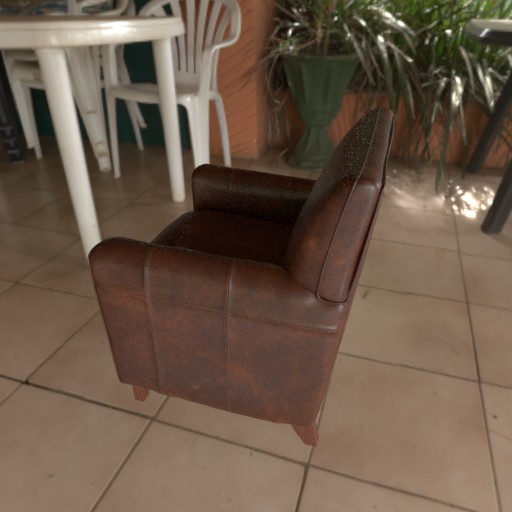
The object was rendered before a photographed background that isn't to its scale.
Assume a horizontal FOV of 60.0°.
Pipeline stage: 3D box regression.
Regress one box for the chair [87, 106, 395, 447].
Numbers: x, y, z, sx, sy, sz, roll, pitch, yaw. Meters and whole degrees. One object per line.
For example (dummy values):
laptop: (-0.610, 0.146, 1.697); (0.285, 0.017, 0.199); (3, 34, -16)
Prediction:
chair: (0.000, 0.000, 1.605); (0.823, 0.943, 0.870); (9, 31, 15)
